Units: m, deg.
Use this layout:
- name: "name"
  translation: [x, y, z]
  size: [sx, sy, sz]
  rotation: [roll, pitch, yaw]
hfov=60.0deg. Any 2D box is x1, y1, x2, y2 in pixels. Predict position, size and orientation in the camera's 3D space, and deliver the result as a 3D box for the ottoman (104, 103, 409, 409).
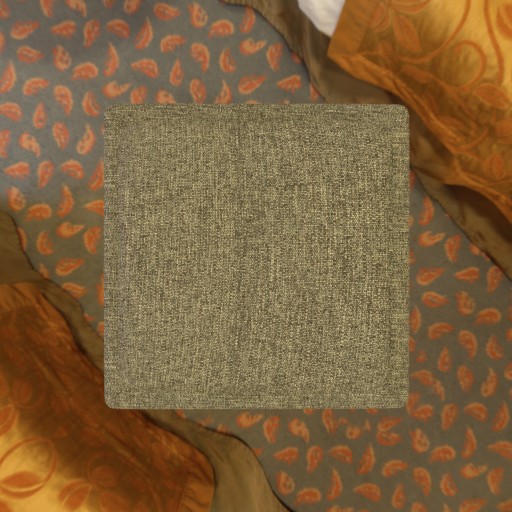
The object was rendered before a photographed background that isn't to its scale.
- name: "ottoman"
  translation: [0.000, 0.000, 0.817]
  size: [0.450, 0.460, 0.450]
  rotation: [0, 90, -1]
